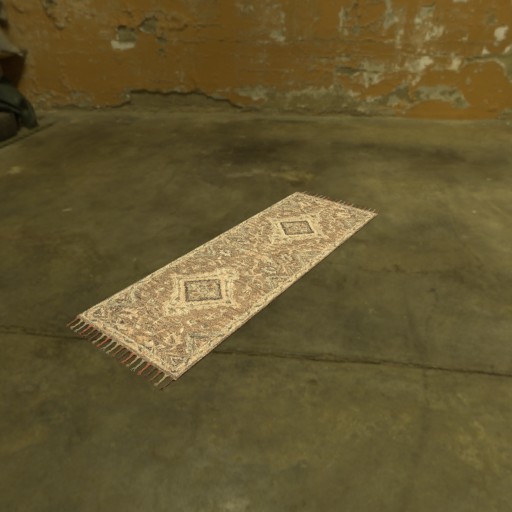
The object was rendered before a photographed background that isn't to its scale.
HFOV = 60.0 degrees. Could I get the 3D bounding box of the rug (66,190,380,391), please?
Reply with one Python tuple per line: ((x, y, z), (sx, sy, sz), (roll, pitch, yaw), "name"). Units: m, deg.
((0.000, 0.000, 2.849), (2.378, 0.018, 1.324), (-21, 36, -31), "rug")
